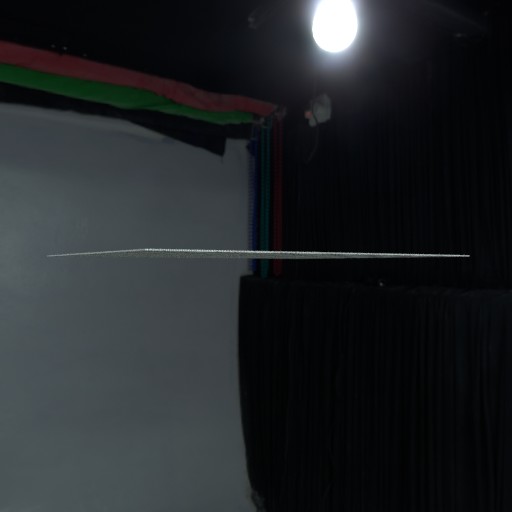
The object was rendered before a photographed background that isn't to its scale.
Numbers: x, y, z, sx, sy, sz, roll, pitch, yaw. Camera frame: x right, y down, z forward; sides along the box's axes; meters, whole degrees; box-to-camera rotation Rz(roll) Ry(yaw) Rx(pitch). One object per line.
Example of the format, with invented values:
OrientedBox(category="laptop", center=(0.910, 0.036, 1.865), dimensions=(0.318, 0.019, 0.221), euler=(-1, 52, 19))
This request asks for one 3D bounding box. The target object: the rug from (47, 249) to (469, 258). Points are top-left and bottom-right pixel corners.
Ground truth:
OrientedBox(category="rug", center=(0.000, 0.000, 4.027), dimensions=(3.061, 0.010, 2.330), euler=(1, -1, -36))
